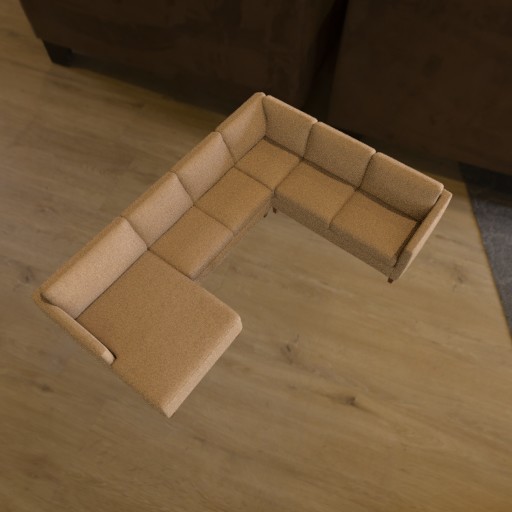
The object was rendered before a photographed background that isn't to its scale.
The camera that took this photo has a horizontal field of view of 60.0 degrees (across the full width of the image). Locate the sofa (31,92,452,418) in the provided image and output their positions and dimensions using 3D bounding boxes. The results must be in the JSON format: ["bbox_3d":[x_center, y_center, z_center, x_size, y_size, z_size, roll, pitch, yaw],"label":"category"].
[{"bbox_3d":[0.000,0.000,4.446,2.551,0.889,3.403,33,65,18],"label":"sofa"}]
